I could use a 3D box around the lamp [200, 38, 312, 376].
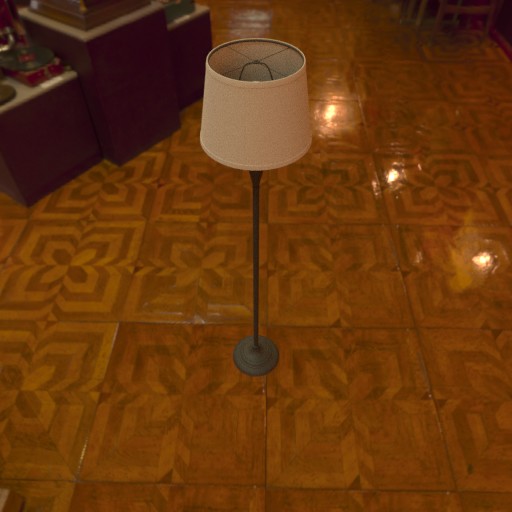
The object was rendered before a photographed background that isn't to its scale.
[{"bbox_3d":[0.000,0.000,1.691,0.327,1.506,0.327,3,48,2],"label":"lamp"}]
